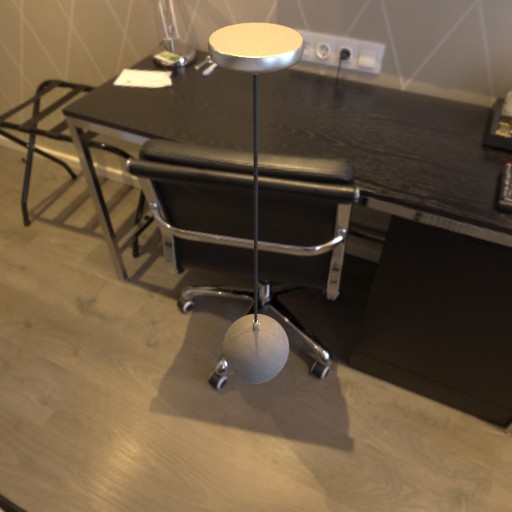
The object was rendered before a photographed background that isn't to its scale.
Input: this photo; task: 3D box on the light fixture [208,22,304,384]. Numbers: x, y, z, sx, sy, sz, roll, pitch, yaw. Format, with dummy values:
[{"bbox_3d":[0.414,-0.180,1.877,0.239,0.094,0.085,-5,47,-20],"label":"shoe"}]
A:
[{"bbox_3d":[0.000,0.000,0.815,0.153,0.760,0.153,-3,45,-3],"label":"light fixture"}]
